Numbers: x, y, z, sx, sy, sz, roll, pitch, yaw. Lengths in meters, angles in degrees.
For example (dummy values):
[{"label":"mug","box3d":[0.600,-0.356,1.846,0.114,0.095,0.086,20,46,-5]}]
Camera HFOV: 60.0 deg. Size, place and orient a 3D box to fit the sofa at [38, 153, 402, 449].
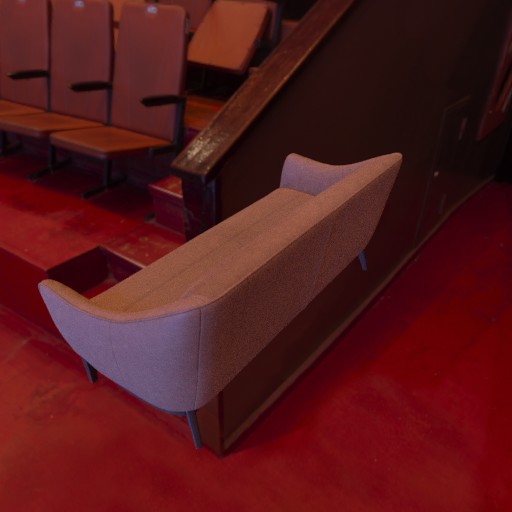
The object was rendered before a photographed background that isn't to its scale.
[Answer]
[{"label":"sofa","box3d":[0.000,0.000,2.358,0.869,0.830,1.928,22,38,30]}]
